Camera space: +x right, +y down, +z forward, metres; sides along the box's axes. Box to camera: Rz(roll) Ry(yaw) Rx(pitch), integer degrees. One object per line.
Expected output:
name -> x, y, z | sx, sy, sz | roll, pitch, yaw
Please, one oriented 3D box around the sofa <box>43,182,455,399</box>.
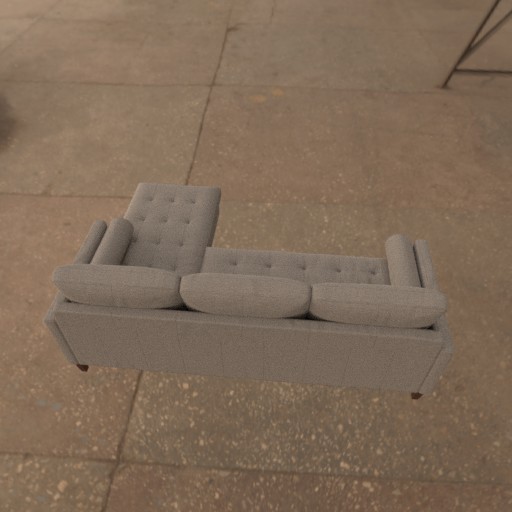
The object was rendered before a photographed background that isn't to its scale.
sofa -> 0.000, 0.000, 2.943 | 2.178, 0.875, 1.506 | 4, 46, 4
